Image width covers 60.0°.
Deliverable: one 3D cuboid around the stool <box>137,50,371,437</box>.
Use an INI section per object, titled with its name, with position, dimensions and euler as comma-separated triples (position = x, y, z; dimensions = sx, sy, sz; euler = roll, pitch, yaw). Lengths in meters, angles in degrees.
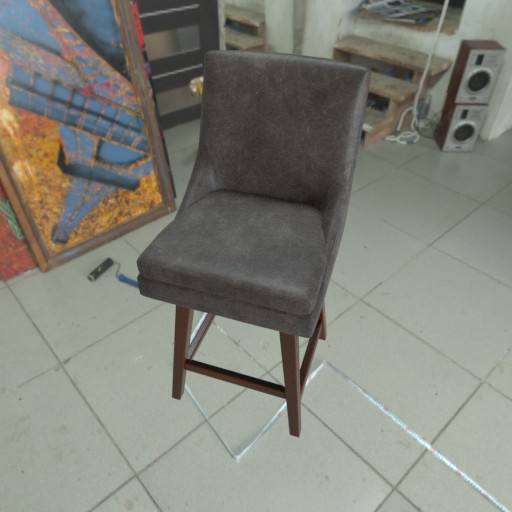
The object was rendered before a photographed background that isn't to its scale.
[stool]
position = 0.000, 0.000, 1.381
dimensions = 0.492, 1.046, 0.587
euler = 12, 42, 14
